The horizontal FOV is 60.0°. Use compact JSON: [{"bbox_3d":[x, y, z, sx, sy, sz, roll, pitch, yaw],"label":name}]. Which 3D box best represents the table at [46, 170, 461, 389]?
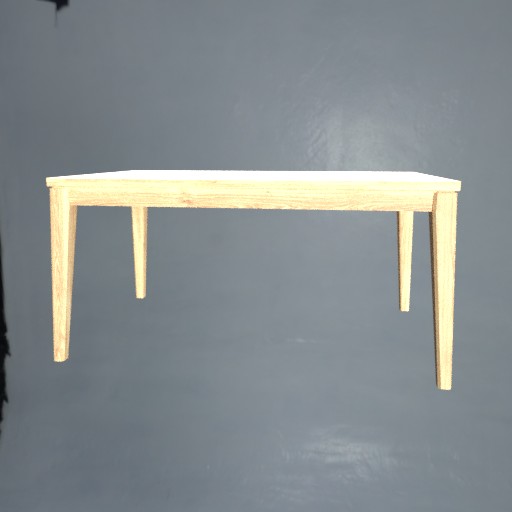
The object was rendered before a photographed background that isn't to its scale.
[{"bbox_3d":[0.000,0.000,2.104,1.600,0.760,0.900,2,13,8],"label":"table"}]
